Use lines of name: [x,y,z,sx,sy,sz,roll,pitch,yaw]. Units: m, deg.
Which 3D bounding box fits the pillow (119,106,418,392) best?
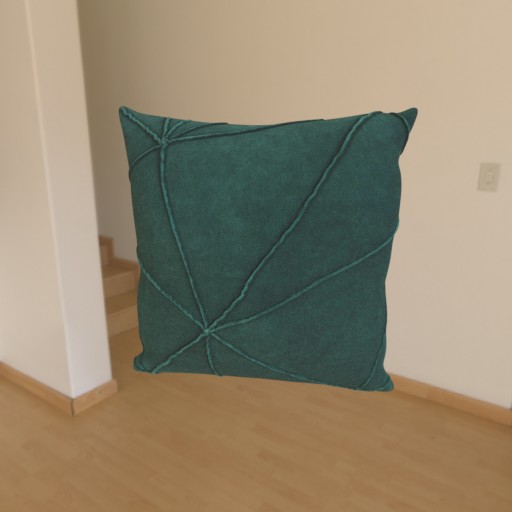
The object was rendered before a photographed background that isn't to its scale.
pillow: [0.000,0.000,0.677,0.439,0.440,0.184,3,15,10]
